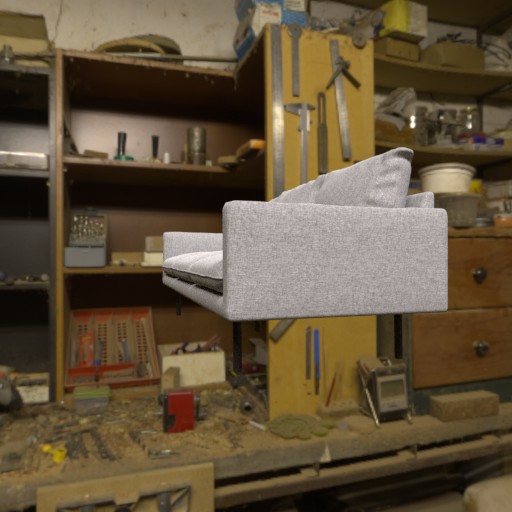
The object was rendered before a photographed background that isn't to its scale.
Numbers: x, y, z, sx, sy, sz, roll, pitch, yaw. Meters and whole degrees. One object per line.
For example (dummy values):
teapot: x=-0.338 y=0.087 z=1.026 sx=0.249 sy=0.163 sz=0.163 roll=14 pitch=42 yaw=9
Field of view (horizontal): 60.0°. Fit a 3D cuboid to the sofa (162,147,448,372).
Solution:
sofa: x=0.000 y=0.000 z=2.435 sx=0.850 sy=0.830 sz=2.000 roll=0 pitch=0 yaw=-18
